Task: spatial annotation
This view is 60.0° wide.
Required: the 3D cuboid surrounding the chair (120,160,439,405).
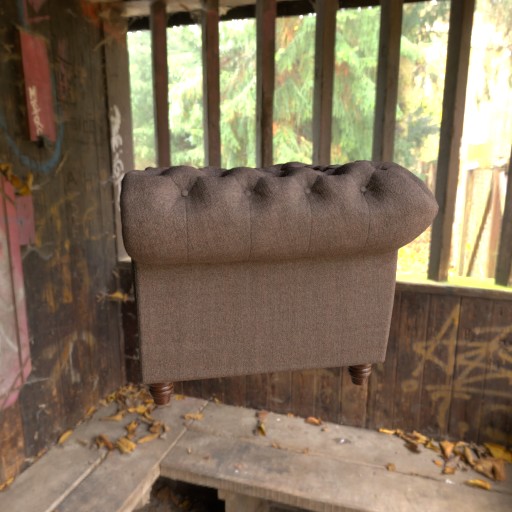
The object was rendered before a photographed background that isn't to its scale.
[{"bbox_3d":[0.000,0.000,1.855,0.945,0.780,1.298,-2,12,-11],"label":"chair"}]
